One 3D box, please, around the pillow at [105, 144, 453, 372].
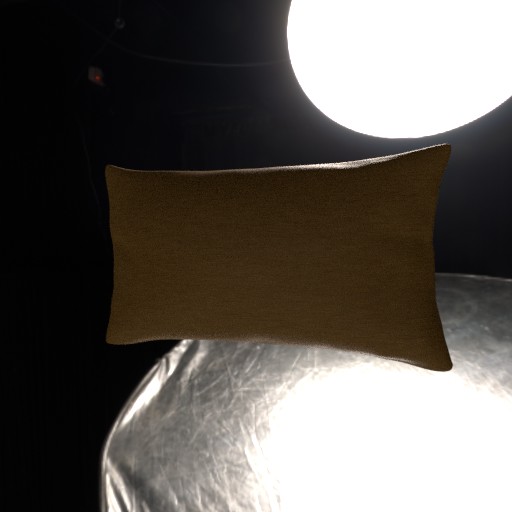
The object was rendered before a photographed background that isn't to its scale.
[{"bbox_3d":[0.000,0.000,0.771,0.634,0.354,0.210,0,1,18],"label":"pillow"}]
